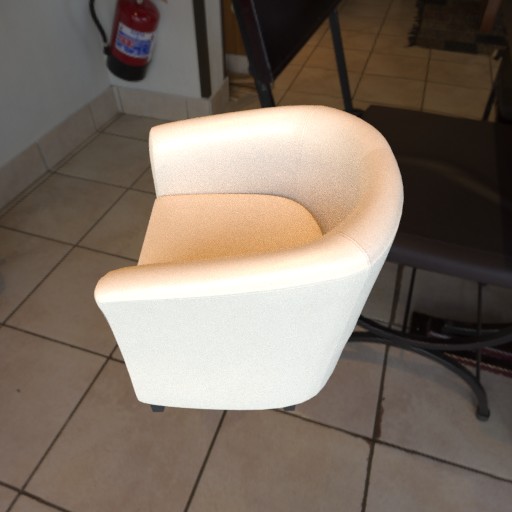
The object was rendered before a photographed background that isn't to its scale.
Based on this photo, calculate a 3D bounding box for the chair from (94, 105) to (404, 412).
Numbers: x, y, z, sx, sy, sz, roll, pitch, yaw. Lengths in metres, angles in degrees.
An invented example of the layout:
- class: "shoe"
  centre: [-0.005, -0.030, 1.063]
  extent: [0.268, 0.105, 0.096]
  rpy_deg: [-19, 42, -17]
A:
- class: "chair"
  centre: [0.000, 0.000, 1.398]
  extent: [0.727, 0.756, 0.792]
  rpy_deg: [0, 44, 0]
